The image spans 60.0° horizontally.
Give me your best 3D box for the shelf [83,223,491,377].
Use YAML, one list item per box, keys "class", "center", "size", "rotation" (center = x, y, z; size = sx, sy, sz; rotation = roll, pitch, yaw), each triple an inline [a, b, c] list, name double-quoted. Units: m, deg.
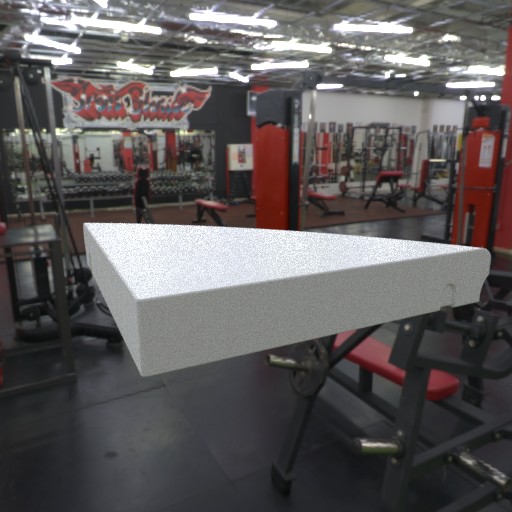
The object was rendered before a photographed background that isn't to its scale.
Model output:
- class: "shelf"
  center: [0.000, 0.000, 0.462]
  size: [0.310, 0.050, 0.310]
  rotation: [-7, 15, -26]
